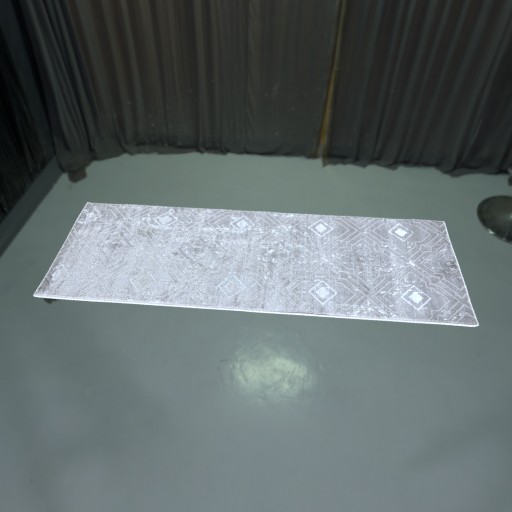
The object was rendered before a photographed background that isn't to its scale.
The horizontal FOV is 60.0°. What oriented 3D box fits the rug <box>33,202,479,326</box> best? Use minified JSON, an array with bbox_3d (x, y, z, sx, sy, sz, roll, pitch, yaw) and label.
[{"bbox_3d":[0.000,0.000,2.654,2.381,0.035,0.832,3,45,3],"label":"rug"}]
